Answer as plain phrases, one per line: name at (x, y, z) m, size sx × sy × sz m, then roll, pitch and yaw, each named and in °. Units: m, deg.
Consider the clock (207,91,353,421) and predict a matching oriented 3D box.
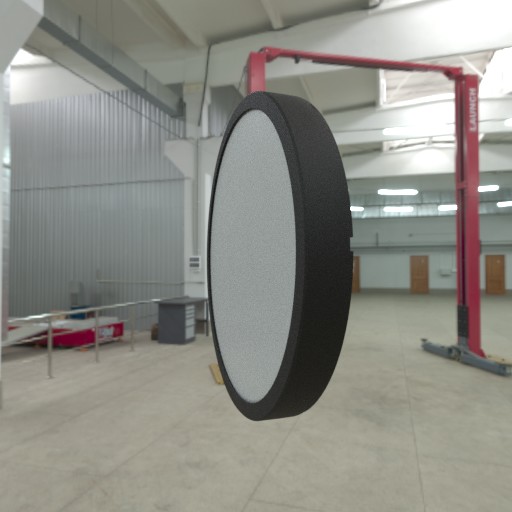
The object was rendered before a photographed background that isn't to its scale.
clock at (0.000, 0.000, 0.422) m, size 0.040 × 0.293 × 0.293 m, roll 0°, pitch -2°, yaw -19°
